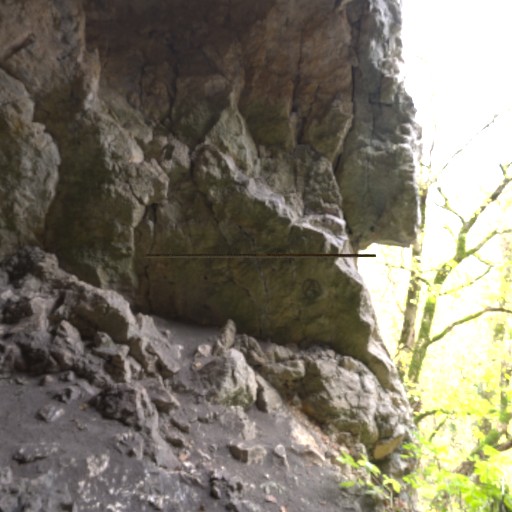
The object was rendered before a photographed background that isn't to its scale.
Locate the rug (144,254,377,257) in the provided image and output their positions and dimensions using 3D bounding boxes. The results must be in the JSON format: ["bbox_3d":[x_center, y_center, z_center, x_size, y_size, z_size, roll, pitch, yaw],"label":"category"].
[{"bbox_3d":[0.000,0.000,2.445,0.687,0.011,2.287,0,0,-1],"label":"rug"}]
